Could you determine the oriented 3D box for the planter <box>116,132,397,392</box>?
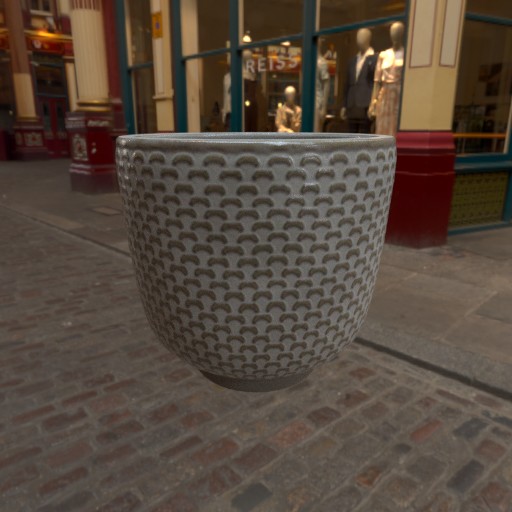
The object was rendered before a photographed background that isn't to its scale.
[{"bbox_3d":[0.000,0.000,0.304,0.173,0.160,0.173,0,17,0],"label":"planter"}]
